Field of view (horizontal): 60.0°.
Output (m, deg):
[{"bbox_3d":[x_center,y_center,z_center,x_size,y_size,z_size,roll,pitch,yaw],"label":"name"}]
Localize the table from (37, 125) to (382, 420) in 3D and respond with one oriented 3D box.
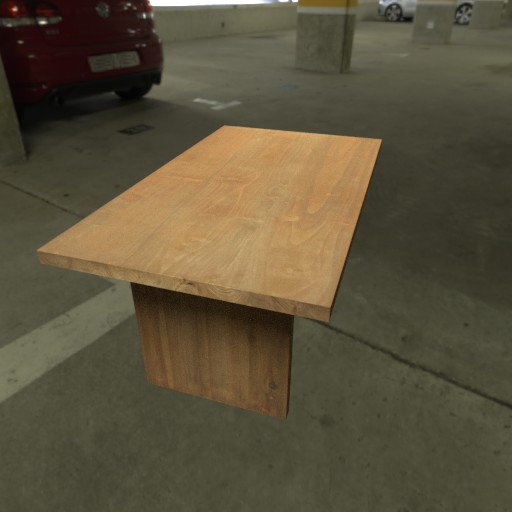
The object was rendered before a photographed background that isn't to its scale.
[{"bbox_3d":[0.000,0.000,2.145,0.946,0.780,1.609,10,32,16],"label":"table"}]
